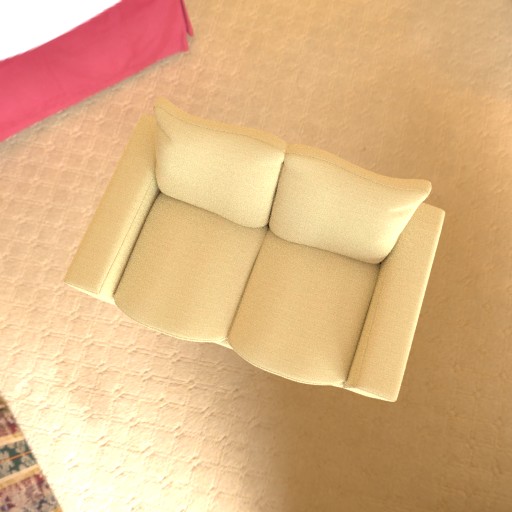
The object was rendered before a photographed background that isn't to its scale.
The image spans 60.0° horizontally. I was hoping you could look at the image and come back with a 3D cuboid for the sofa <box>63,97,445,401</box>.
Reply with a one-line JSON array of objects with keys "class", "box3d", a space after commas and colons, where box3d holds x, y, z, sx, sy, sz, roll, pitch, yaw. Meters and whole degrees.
[{"class": "sofa", "box3d": [0.000, 0.000, 2.379, 1.754, 0.875, 1.091, 19, 76, 5]}]
